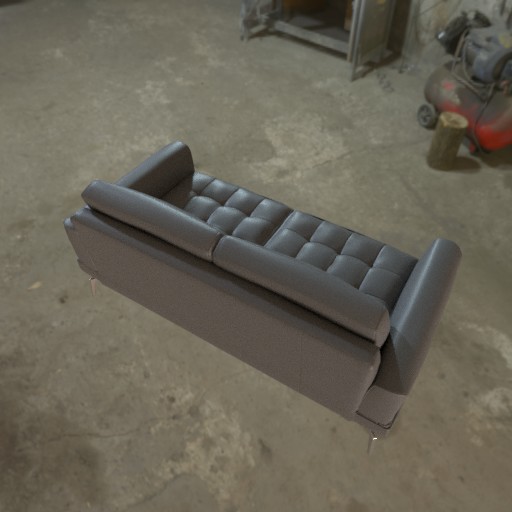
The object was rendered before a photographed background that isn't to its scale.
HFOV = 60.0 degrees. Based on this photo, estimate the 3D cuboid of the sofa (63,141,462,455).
[{"bbox_3d":[0.000,0.000,2.696,2.177,0.930,1.121,24,51,21],"label":"sofa"}]
